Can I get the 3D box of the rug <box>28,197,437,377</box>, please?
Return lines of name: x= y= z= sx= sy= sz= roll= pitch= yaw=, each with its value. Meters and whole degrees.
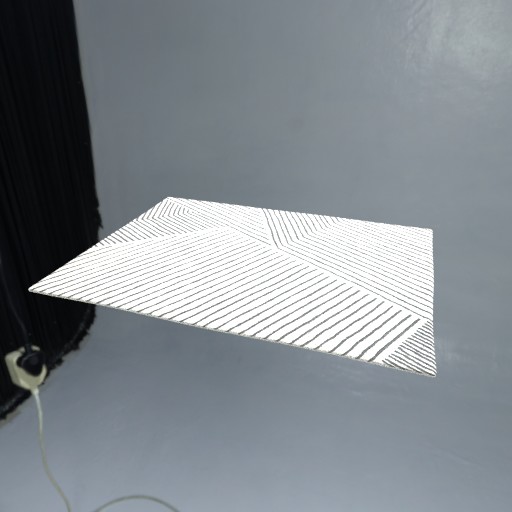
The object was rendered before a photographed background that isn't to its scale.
rug: x=0.000 y=0.000 z=3.233 sx=2.449 sy=0.028 sz=1.829 roll=9 pitch=29 yaw=17
